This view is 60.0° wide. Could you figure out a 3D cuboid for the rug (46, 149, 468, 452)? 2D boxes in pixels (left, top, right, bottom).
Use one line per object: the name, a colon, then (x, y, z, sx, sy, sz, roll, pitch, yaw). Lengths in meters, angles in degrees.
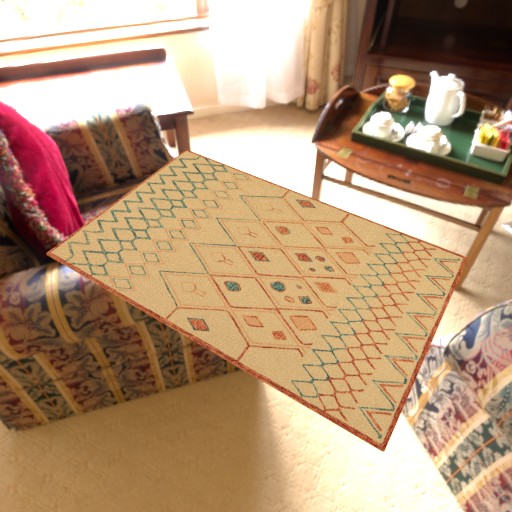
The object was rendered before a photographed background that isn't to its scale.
rug: (0.000, 0.000, 3.020, 2.438, 0.015, 1.524, 25, 51, 22)
